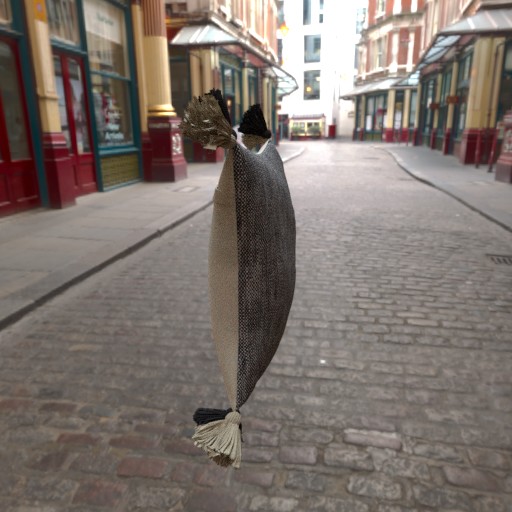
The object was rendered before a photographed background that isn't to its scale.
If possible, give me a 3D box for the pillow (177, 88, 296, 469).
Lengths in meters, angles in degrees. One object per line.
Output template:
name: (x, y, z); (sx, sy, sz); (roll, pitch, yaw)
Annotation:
pillow: (0.000, 0.000, 0.963); (0.170, 0.659, 0.654); (2, 16, 9)
